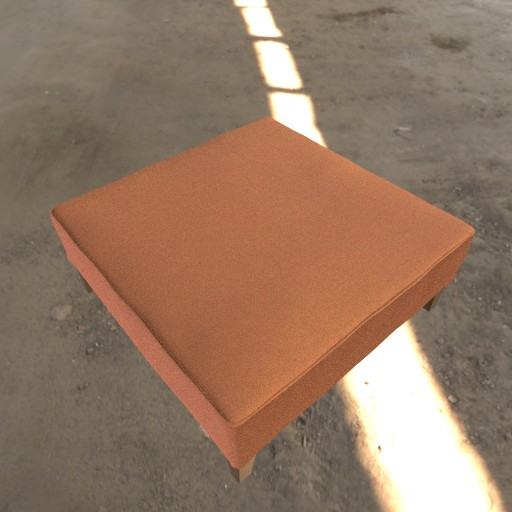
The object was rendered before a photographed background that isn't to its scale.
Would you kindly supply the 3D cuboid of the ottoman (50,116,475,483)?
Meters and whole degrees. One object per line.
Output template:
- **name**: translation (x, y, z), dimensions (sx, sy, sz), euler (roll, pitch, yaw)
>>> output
- **ottoman**: translation (0.000, 0.000, 1.538), dimensions (0.997, 0.438, 0.999), euler (-31, 53, -28)
